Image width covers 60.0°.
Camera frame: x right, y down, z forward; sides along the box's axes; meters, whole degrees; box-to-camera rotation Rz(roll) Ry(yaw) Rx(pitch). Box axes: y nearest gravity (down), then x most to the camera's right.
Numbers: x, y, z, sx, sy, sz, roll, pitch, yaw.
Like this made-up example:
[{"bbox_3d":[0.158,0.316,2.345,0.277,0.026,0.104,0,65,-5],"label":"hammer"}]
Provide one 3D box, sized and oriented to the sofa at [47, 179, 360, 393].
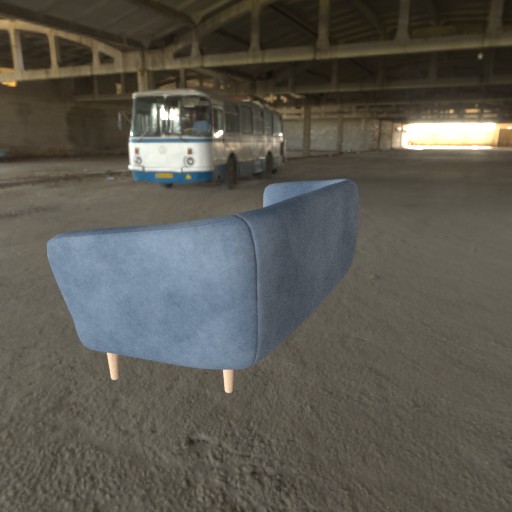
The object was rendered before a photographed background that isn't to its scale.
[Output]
[{"bbox_3d":[0.000,0.000,2.524,0.849,0.795,2.095,7,17,24],"label":"sofa"}]
